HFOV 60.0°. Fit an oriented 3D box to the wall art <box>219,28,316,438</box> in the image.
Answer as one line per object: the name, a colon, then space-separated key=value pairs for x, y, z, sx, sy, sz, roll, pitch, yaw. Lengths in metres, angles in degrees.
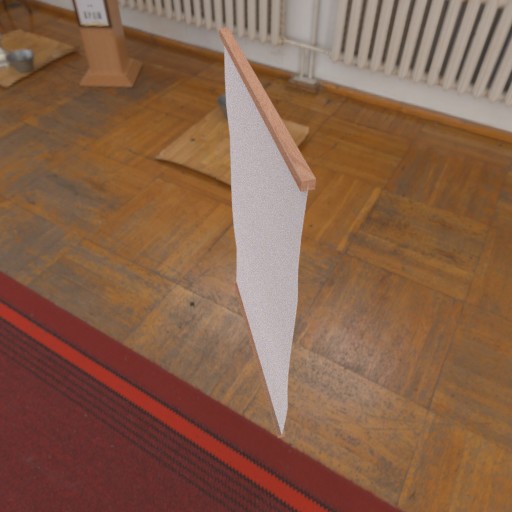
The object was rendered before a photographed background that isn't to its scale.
wall art: x=0.000 y=0.000 z=0.641 sx=0.012 sy=0.508 sz=0.332 roll=-10 pitch=47 yaw=-10
